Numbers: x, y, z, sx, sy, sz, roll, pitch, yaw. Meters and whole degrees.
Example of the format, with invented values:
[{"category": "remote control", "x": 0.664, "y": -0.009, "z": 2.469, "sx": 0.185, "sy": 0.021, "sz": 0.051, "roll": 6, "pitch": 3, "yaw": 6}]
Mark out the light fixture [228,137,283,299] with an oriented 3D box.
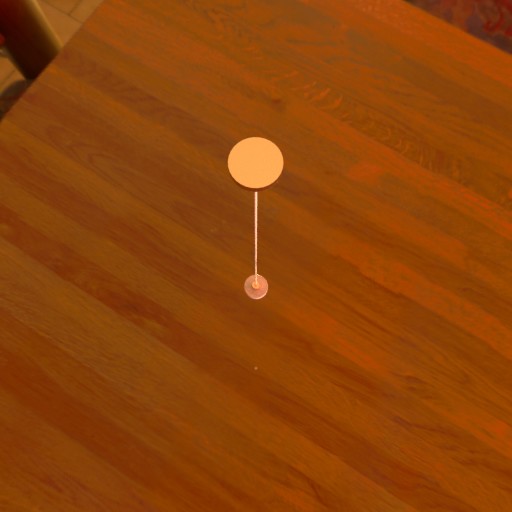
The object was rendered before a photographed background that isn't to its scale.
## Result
[{"category": "light fixture", "x": 0.000, "y": 0.000, "z": 1.771, "sx": 0.129, "sy": 1.669, "sz": 0.129, "roll": 2, "pitch": 76, "yaw": 0}]
